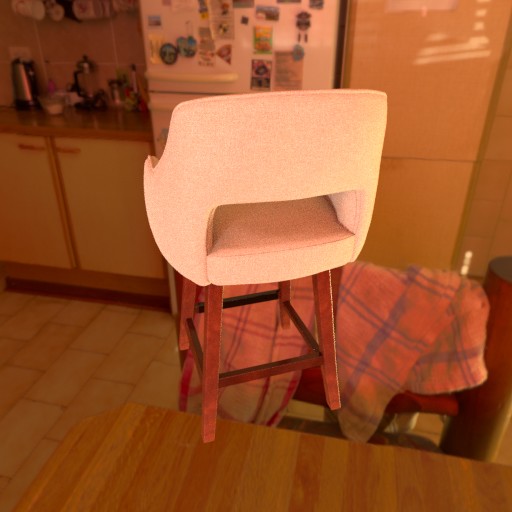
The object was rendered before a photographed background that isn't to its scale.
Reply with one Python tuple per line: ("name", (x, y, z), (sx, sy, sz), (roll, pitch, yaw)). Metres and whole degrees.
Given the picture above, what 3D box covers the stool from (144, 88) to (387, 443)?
("stool", (0.000, 0.000, 1.232), (0.550, 0.936, 0.560), (-8, 29, -15))
